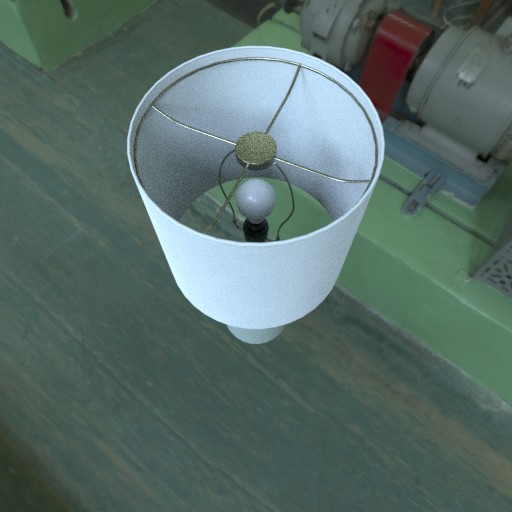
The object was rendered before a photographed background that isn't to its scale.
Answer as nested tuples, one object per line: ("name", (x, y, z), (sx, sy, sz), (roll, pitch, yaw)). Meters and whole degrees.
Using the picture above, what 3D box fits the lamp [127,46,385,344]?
("lamp", (0.000, 0.000, 0.594), (0.220, 0.475, 0.220), (35, 68, 16))
